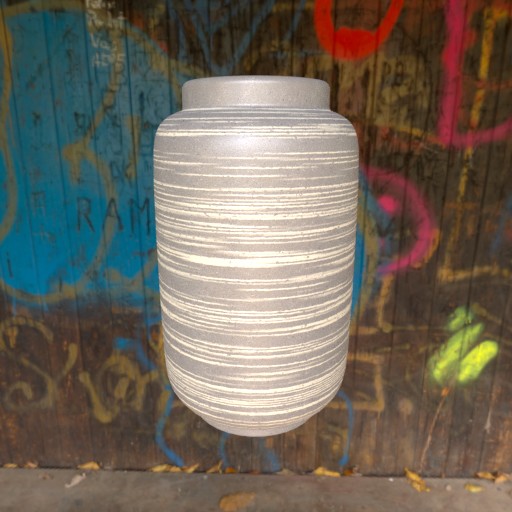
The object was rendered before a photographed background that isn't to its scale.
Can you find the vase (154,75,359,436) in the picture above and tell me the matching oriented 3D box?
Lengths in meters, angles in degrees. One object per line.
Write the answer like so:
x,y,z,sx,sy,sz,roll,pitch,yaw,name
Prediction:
0.000,0.000,0.685,0.297,0.499,0.297,0,16,0,vase
